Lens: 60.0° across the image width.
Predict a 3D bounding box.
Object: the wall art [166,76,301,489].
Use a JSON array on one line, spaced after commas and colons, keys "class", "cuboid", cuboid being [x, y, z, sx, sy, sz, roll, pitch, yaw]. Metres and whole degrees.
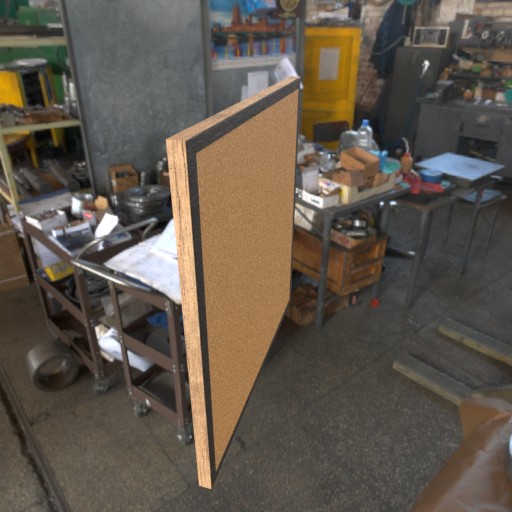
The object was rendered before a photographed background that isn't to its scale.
[{"class": "wall art", "cuboid": [0.000, 0.000, 1.013, 0.029, 0.691, 0.695, 8, 30, 15]}]
